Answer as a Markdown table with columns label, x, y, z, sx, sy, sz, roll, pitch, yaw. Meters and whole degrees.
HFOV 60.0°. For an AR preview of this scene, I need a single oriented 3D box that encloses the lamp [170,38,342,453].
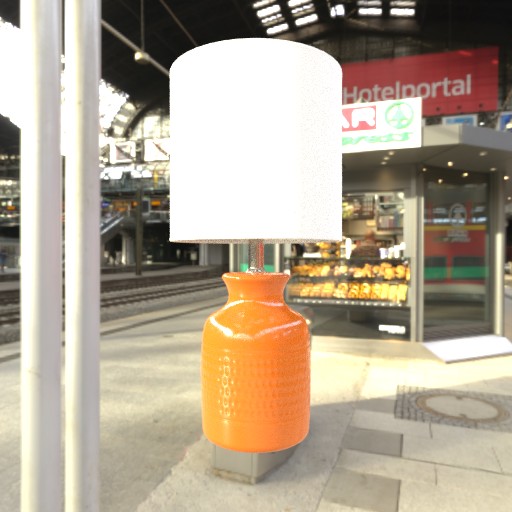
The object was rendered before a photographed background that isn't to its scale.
| label | x | y | z | sx | sy | sz | roll | pitch | yaw |
| --- | --- | --- | --- | --- | --- | --- | --- | --- | --- |
| lamp | 0.000 | 0.000 | 1.095 | 0.418 | 0.871 | 0.418 | 0 | 0 | 18 |
